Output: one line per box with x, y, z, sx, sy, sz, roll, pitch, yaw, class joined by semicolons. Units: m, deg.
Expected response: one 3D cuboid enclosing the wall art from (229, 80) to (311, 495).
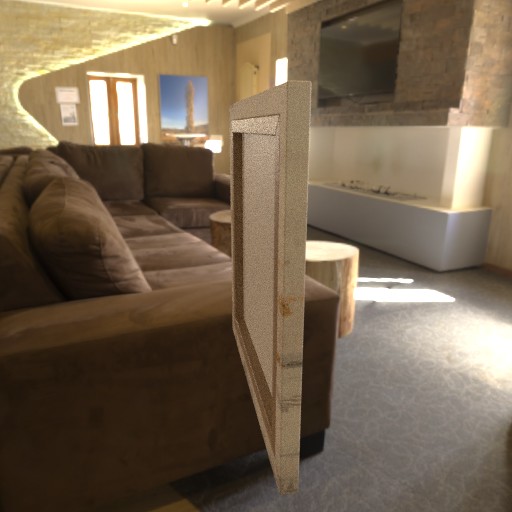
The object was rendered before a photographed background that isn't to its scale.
0.000;0.000;1.118;0.038;0.755;0.753;-3;16;-9;wall art
